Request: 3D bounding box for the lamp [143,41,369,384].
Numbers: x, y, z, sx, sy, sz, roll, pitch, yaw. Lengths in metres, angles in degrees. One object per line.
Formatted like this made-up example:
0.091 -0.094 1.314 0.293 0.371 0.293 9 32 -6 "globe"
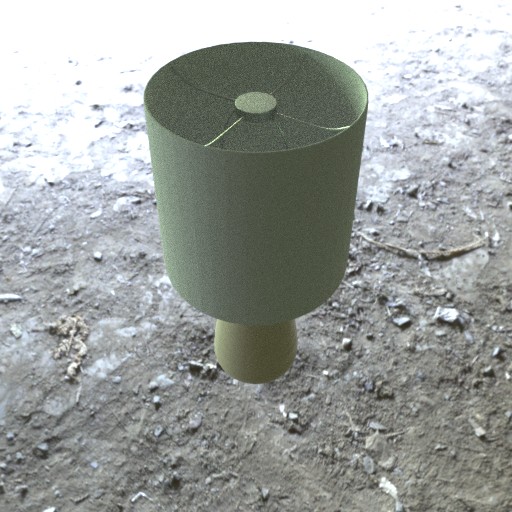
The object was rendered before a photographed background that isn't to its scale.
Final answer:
0.000 0.000 0.463 0.186 0.369 0.186 0 48 0 "lamp"
